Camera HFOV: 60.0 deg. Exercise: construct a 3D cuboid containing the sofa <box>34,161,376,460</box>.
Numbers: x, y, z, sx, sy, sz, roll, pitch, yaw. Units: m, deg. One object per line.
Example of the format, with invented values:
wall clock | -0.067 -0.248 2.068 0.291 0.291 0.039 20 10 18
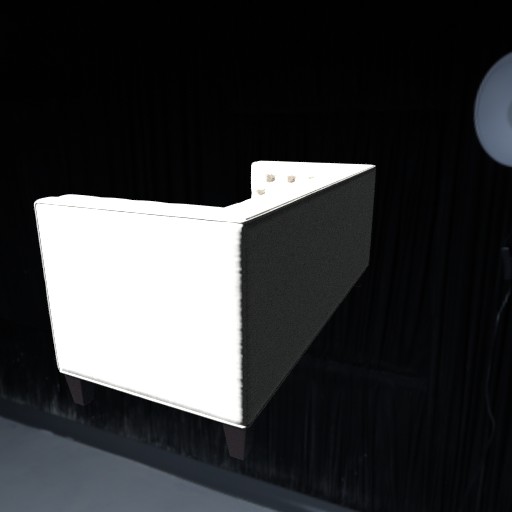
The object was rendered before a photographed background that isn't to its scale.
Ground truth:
sofa | 0.000 0.000 2.154 0.775 0.762 1.778 8 18 24
